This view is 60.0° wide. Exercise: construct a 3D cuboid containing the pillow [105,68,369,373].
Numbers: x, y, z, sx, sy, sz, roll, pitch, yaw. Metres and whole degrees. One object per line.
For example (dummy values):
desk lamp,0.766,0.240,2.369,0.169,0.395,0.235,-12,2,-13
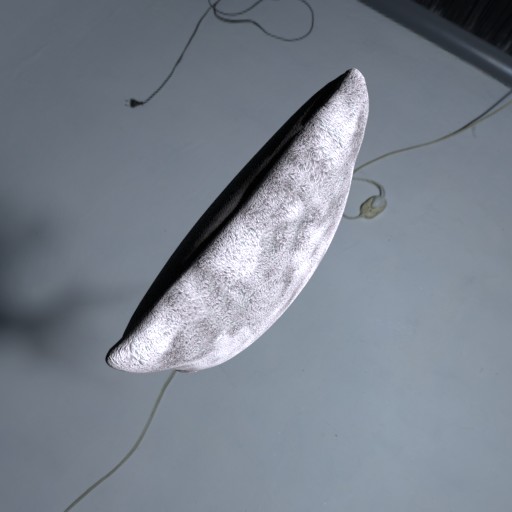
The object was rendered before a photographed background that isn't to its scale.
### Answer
pillow,0.000,0.000,0.800,0.204,0.520,0.522,37,78,9
